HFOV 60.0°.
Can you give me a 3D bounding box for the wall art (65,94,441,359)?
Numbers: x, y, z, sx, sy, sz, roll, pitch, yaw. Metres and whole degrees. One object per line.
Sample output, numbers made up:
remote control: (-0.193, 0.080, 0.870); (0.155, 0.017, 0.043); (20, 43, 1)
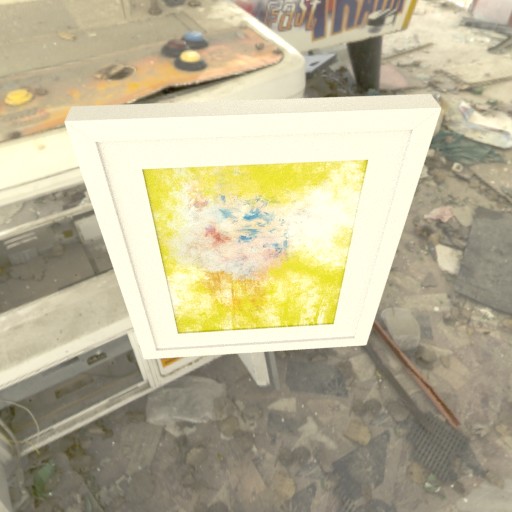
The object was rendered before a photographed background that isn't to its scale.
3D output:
wall art: (0.000, 0.000, 0.532); (0.331, 0.381, 0.028); (-3, 46, -3)
